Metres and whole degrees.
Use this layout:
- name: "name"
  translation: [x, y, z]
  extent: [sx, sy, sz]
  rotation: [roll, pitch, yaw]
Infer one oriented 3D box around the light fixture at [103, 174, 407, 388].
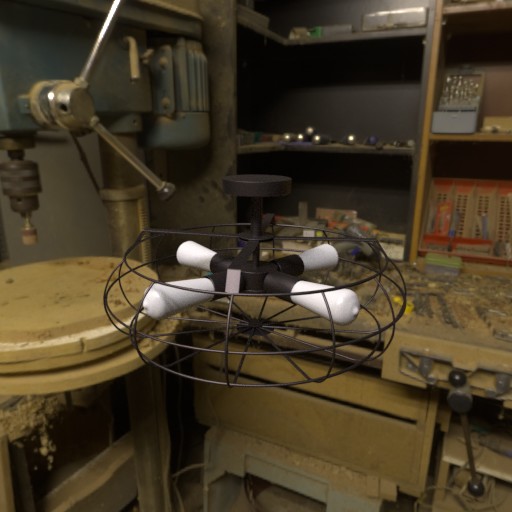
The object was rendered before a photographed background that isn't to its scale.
- name: "light fixture"
  translation: [0.000, 0.000, 0.882]
  extent: [0.582, 0.311, 0.582]
  rotation: [0, 17, 0]
